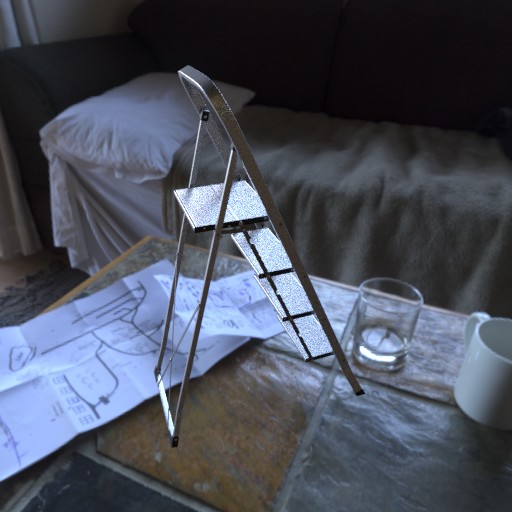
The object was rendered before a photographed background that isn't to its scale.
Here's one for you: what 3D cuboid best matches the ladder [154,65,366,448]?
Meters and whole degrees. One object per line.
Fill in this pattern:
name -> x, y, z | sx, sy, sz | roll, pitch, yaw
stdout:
ladder -> 0.000, 0.000, 1.628 | 0.830, 1.290, 0.465 | -11, 33, -17
